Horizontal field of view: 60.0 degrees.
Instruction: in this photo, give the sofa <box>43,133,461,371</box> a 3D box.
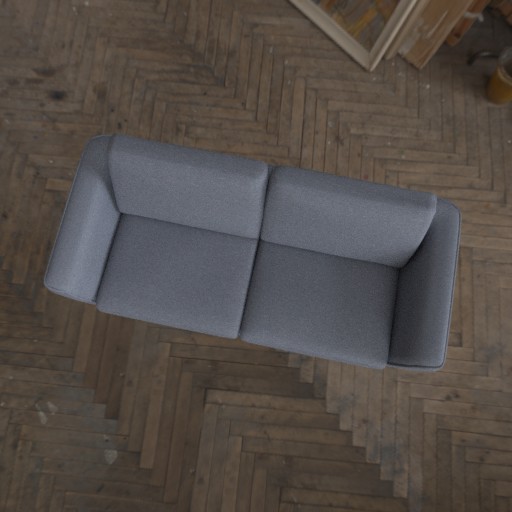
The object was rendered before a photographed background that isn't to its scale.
[{"bbox_3d":[0.000,0.000,2.449,2.000,0.870,0.920,11,77,3],"label":"sofa"}]
